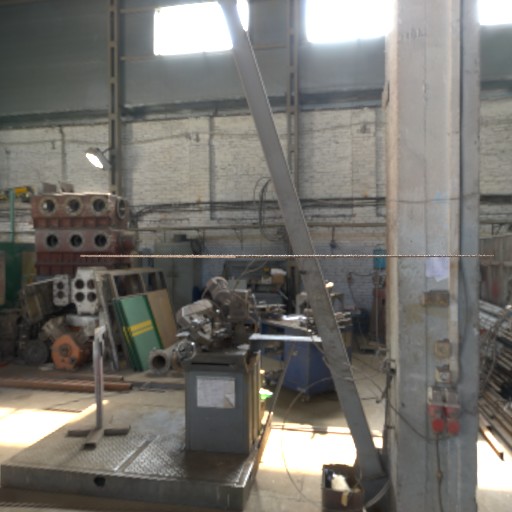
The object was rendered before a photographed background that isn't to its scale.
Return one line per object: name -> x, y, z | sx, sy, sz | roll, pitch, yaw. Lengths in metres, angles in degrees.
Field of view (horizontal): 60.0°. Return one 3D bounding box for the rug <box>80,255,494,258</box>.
rug -> 0.000, 0.000, 4.188 | 2.448, 0.013, 3.205 | 0, 0, -34
